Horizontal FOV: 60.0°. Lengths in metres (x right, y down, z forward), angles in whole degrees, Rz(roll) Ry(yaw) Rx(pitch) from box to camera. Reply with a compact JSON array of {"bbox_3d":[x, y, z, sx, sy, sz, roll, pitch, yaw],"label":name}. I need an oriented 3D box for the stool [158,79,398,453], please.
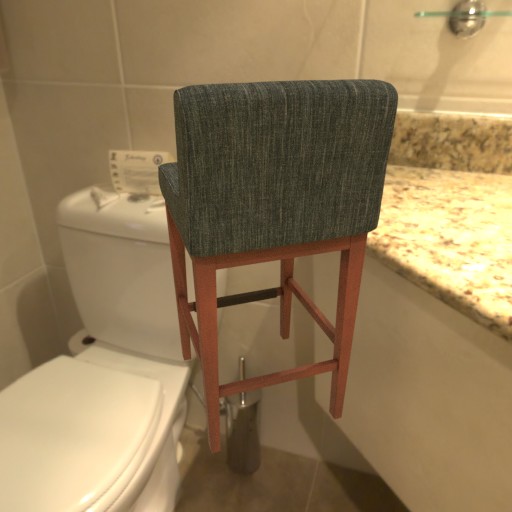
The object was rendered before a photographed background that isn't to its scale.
[{"bbox_3d":[0.000,0.000,1.093,0.395,0.835,0.459,-9,28,-17],"label":"stool"}]
